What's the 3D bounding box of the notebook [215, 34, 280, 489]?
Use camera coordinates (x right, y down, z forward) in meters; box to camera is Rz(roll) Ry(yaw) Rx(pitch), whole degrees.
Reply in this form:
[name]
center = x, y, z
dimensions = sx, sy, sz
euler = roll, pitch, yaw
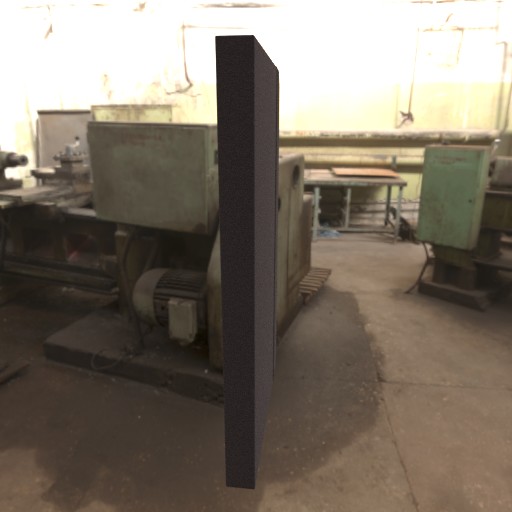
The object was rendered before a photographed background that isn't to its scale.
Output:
[notebook]
center = 0.000, 0.000, 0.258
dimensions = 0.016, 0.213, 0.127
euler = 2, 17, 7
